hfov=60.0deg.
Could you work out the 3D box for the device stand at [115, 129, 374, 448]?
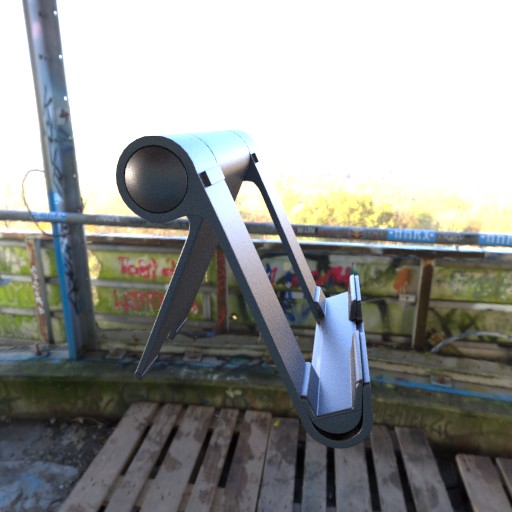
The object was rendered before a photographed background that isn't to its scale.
[{"bbox_3d":[0.000,0.000,0.155,0.079,0.084,0.088,3,17,10],"label":"device stand"}]
